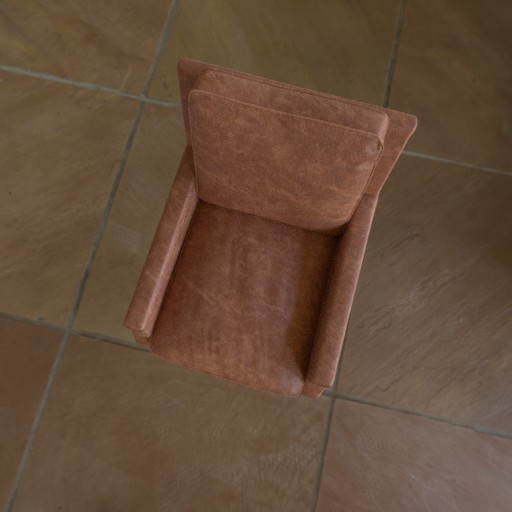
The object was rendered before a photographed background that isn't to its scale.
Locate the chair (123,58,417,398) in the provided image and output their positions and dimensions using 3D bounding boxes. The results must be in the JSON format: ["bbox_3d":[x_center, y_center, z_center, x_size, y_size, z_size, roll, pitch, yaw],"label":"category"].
[{"bbox_3d":[0.000,0.000,1.840,0.854,1.054,1.035,16,76,4],"label":"chair"}]
